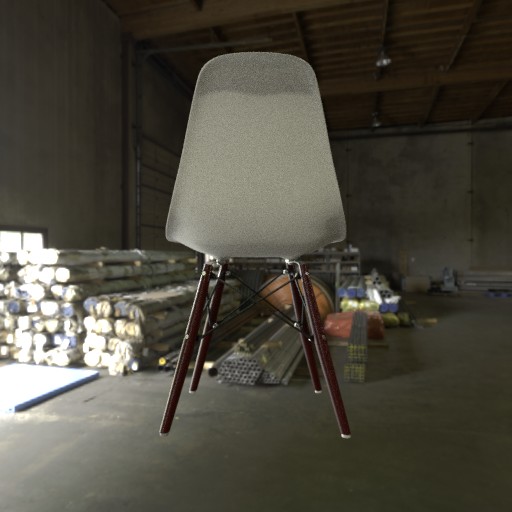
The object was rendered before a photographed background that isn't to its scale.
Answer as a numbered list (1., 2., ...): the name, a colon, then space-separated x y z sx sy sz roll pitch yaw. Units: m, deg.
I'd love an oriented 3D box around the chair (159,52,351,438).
1. chair: 0.000 0.000 1.161 0.470 0.826 0.533 0 0 -1
